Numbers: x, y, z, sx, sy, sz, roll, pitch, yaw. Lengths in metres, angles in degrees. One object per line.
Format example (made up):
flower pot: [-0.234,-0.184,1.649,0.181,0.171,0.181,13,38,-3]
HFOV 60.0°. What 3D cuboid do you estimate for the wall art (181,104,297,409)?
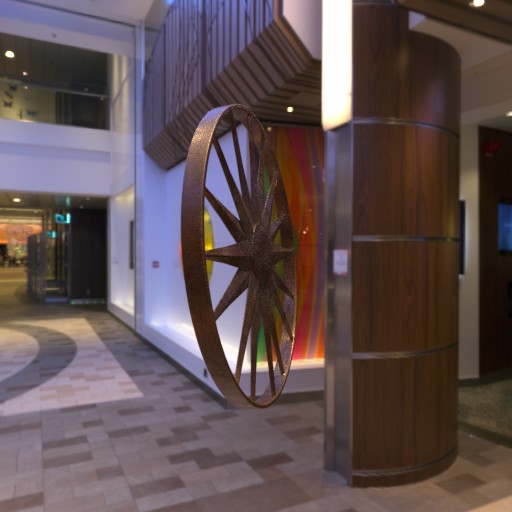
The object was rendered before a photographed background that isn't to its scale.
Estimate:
wall art: [0.000,0.000,0.891,0.084,0.583,0.582,0,0,18]
